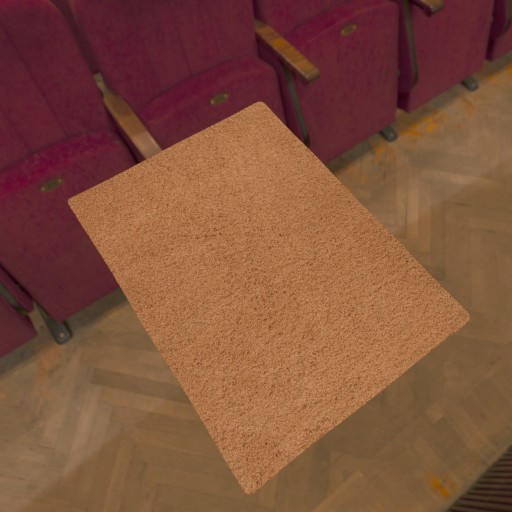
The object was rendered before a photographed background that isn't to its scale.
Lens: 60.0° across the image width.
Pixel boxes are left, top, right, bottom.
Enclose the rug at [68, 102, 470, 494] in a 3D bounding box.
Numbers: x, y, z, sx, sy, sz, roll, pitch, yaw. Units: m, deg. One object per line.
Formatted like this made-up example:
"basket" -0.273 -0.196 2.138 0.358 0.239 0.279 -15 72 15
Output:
"rug" 0.000 0.000 2.089 1.199 0.025 1.600 -32 67 -15
